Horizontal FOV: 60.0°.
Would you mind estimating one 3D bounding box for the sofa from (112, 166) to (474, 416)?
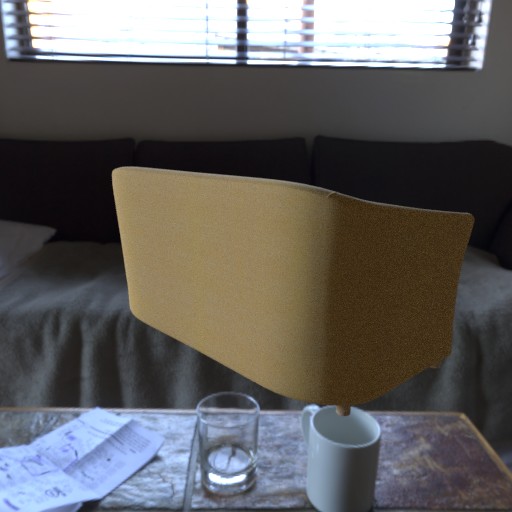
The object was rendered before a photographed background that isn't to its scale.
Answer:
[{"bbox_3d":[0.000,0.000,1.841,0.705,0.721,1.452,-15,21,-43],"label":"sofa"}]
